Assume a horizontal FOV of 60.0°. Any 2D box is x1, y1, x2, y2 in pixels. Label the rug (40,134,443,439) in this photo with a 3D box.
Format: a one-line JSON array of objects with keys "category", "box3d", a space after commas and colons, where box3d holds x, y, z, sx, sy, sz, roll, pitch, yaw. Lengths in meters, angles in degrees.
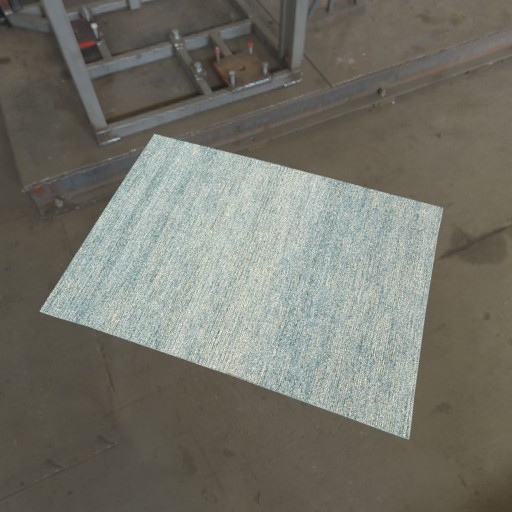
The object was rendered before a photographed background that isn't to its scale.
[{"category": "rug", "box3d": [0.000, 0.000, 2.915, 2.260, 0.026, 1.611, 17, 60, 10]}]
